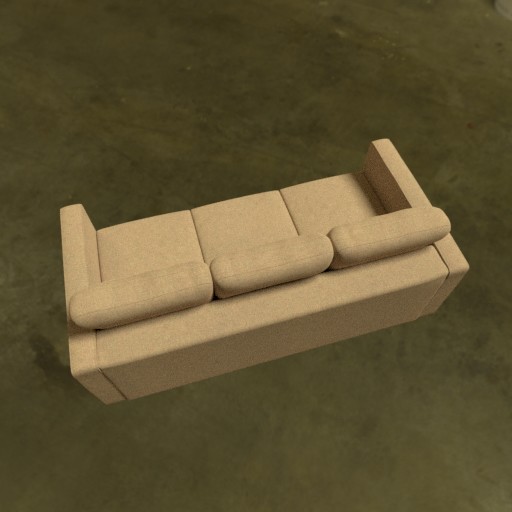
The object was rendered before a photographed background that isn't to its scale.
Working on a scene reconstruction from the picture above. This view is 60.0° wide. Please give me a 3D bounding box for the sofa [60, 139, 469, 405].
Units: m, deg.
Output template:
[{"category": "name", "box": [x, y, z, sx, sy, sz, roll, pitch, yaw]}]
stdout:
[{"category": "sofa", "box": [0.000, 0.000, 2.349, 1.855, 0.800, 0.930, -14, 59, -9]}]
